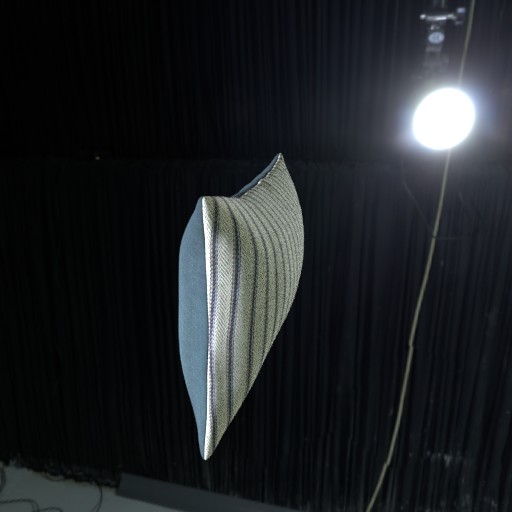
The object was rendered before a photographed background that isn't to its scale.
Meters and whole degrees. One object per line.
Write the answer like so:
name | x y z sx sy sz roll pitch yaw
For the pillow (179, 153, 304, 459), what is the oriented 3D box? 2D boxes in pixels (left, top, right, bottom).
pillow | 0.000 0.000 0.736 0.151 0.305 0.609 3 16 9
